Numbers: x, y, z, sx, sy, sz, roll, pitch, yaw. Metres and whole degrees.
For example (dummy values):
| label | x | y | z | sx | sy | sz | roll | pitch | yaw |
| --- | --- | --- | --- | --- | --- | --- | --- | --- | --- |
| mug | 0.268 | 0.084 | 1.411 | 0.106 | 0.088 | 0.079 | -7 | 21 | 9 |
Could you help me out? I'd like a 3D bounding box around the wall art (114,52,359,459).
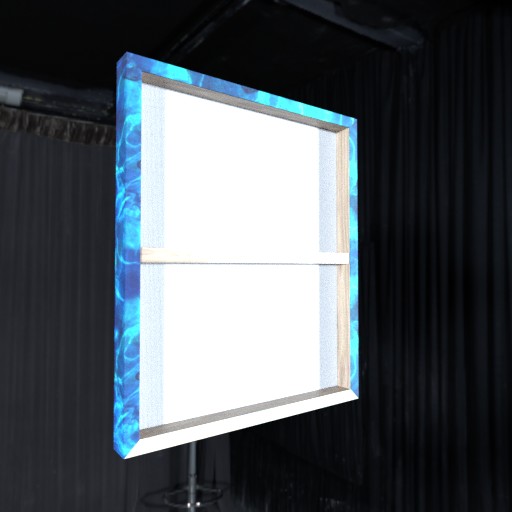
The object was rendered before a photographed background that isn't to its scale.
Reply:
| label | x | y | z | sx | sy | sz | roll | pitch | yaw |
| --- | --- | --- | --- | --- | --- | --- | --- | --- | --- |
| wall art | 0.000 | 0.000 | 0.695 | 0.432 | 0.508 | 0.038 | 1 | -2 | -36 |
